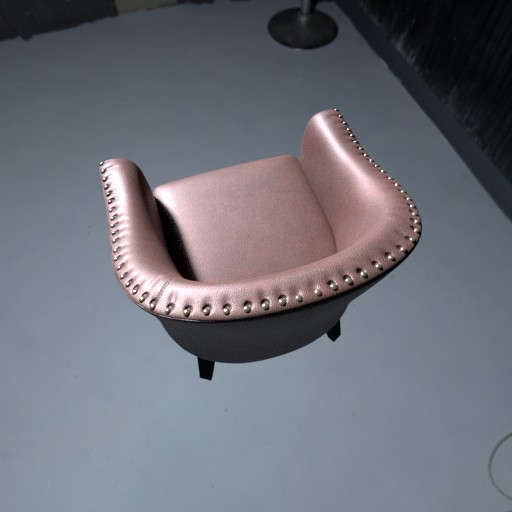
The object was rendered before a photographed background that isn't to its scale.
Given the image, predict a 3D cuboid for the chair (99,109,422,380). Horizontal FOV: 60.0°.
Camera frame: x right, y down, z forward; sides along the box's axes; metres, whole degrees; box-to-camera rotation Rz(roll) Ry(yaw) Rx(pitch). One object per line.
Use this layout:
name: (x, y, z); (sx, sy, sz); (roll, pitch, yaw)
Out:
chair: (0.000, 0.000, 1.423); (0.794, 0.823, 0.748); (-15, 61, -9)
